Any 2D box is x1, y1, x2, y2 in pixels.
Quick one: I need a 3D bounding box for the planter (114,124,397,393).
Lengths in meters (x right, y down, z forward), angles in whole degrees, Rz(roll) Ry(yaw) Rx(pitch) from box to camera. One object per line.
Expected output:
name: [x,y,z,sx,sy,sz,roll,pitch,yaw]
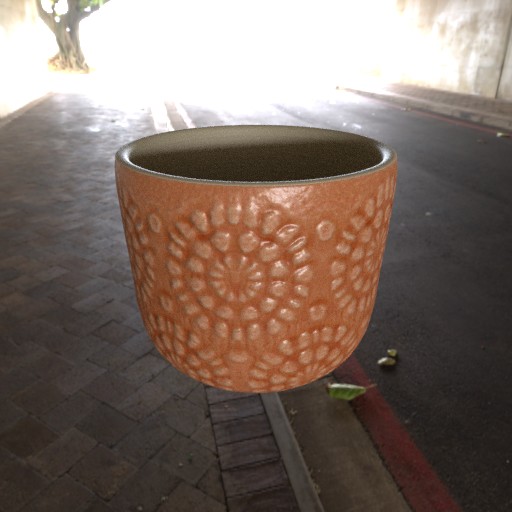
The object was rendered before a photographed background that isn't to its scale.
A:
planter: [0.000,0.000,0.222,0.124,0.109,0.124,0,25,0]
